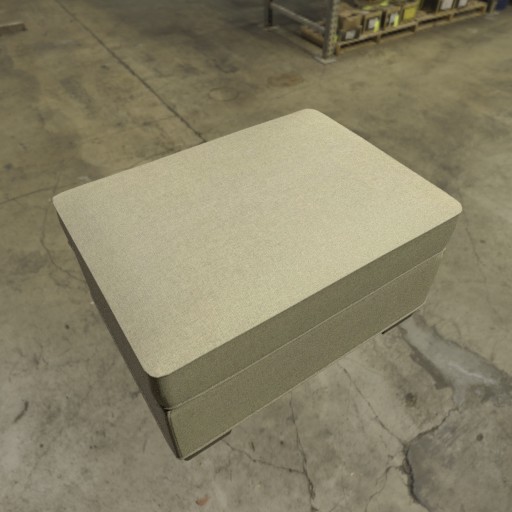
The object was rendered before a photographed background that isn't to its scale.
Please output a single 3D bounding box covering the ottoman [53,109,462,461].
[{"bbox_3d":[0.000,0.000,1.229,0.843,0.504,0.619,-26,51,-23],"label":"ottoman"}]
